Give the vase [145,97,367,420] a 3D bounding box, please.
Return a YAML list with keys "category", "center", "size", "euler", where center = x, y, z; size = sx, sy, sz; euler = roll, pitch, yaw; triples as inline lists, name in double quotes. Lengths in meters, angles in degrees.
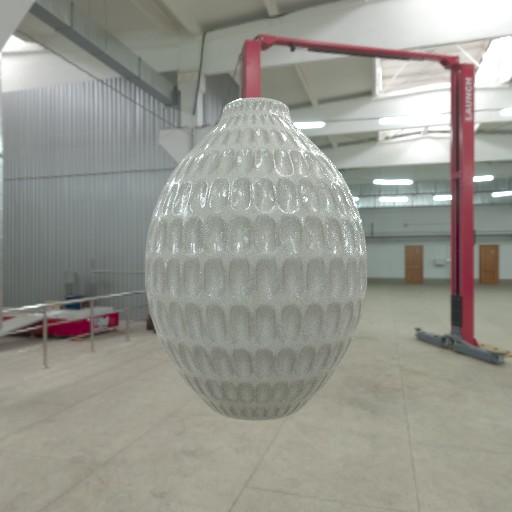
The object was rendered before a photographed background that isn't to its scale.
- category: "vase"
  center: [0.000, 0.000, 0.333]
  size: [0.162, 0.223, 0.162]
  euler: [0, 0, 0]
